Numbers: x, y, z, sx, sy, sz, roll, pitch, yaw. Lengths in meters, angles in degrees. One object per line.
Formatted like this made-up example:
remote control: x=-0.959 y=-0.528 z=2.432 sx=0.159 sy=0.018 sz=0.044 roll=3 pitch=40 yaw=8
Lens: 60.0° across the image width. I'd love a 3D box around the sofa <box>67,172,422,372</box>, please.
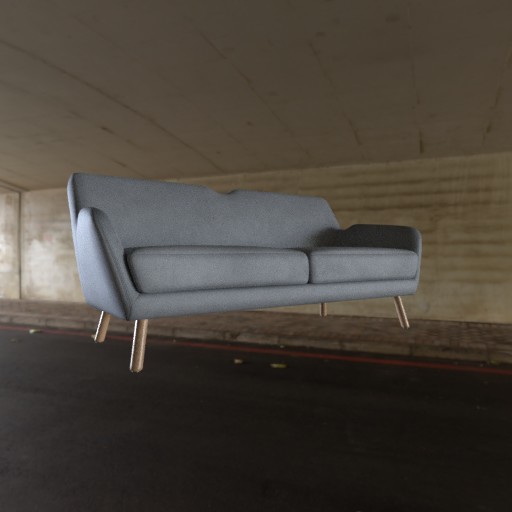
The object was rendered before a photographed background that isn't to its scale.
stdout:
sofa: x=0.000 y=0.000 z=2.322 sx=1.870 sy=0.810 sz=0.850 roll=0 pitch=0 yaw=-36
